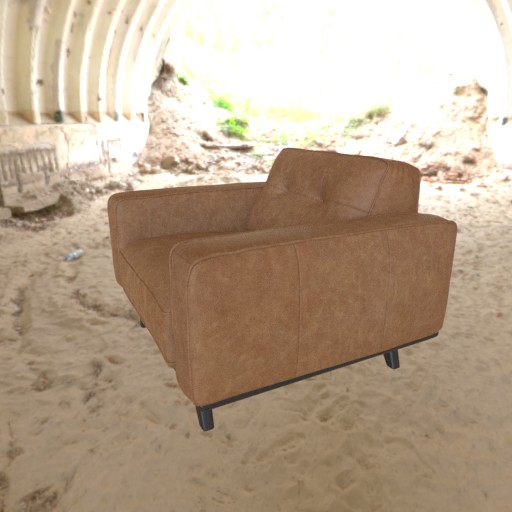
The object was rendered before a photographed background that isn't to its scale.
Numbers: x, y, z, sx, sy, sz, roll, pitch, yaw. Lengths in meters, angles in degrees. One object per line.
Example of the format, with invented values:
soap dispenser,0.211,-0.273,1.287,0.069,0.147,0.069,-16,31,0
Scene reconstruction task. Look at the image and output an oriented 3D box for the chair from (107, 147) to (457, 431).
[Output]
chair,0.000,0.000,1.738,0.952,0.782,1.118,-9,19,-26
